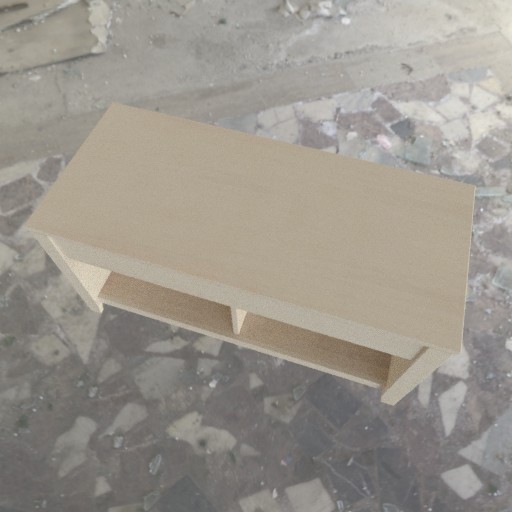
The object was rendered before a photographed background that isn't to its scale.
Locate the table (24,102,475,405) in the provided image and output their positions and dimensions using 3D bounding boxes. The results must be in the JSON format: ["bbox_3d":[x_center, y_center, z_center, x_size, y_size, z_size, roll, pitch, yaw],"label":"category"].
[{"bbox_3d":[0.000,0.000,1.292,1.016,0.483,0.457,15,60,9],"label":"table"}]
